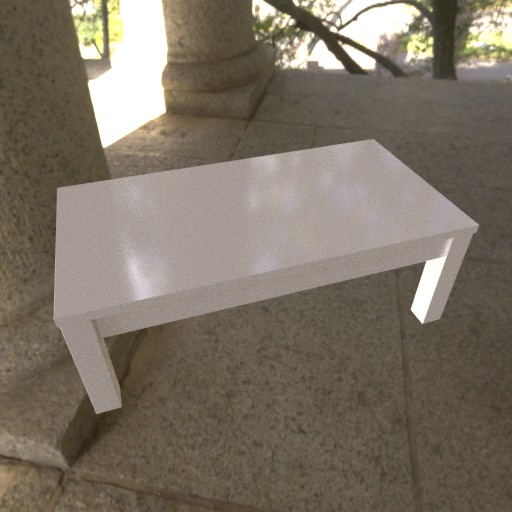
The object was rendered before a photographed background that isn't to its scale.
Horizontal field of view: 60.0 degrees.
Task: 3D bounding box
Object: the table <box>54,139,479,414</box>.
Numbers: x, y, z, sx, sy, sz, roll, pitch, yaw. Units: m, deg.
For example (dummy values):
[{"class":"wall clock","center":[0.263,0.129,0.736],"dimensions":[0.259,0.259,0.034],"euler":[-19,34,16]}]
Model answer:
[{"class":"table","center":[0.000,0.000,1.732],"dimensions":[1.350,0.470,0.700],"euler":[-12,41,-14]}]
